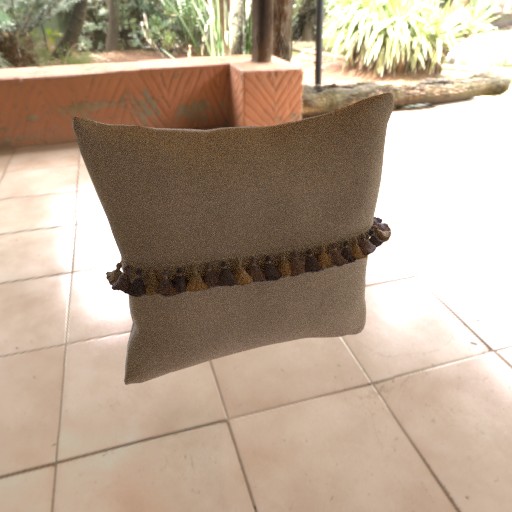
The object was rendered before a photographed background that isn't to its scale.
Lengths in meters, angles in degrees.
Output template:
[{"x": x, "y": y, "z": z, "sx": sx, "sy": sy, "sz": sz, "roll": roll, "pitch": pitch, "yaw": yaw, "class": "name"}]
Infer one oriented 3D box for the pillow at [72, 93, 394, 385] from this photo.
[{"x": 0.000, "y": 0.000, "z": 0.729, "sx": 0.489, "sy": 0.481, "sz": 0.165, "roll": -10, "pitch": 33, "yaw": -15, "class": "pillow"}]
